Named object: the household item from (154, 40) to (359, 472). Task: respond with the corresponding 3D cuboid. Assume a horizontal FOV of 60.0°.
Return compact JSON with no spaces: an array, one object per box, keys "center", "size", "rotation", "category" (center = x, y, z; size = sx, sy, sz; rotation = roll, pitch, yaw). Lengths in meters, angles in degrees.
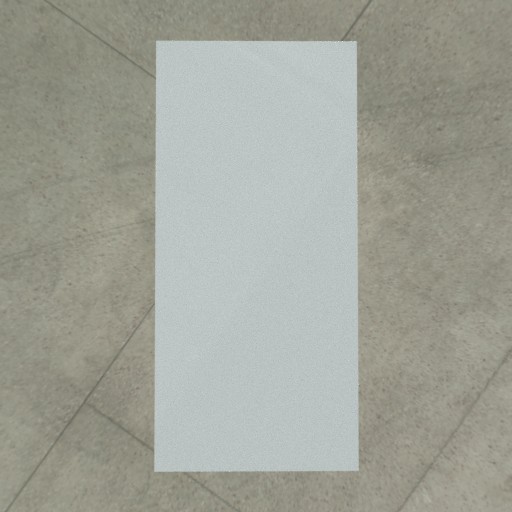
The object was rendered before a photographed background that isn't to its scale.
[{"center":[0.000,0.000,2.123],"size":[0.800,0.745,1.700],"rotation":[0,89,0],"category":"household item"}]
